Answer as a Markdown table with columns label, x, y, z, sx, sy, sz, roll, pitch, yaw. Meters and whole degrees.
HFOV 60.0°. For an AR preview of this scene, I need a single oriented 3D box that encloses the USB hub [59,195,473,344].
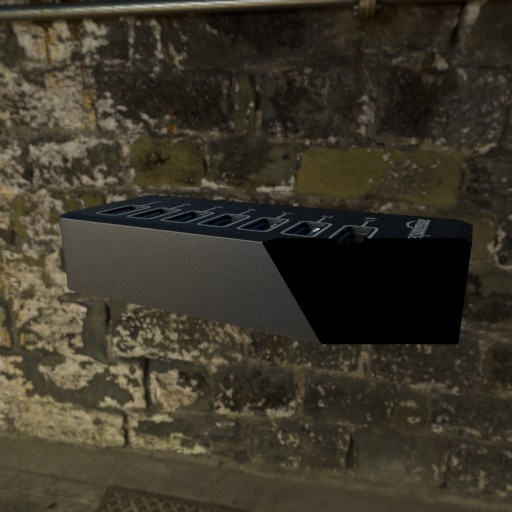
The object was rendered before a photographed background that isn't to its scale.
| label | x | y | z | sx | sy | sz | roll | pitch | yaw |
| --- | --- | --- | --- | --- | --- | --- | --- | --- | --- |
| USB hub | 0.000 | 0.000 | 0.127 | 0.110 | 0.023 | 0.044 | 8 | 18 | 25 |
